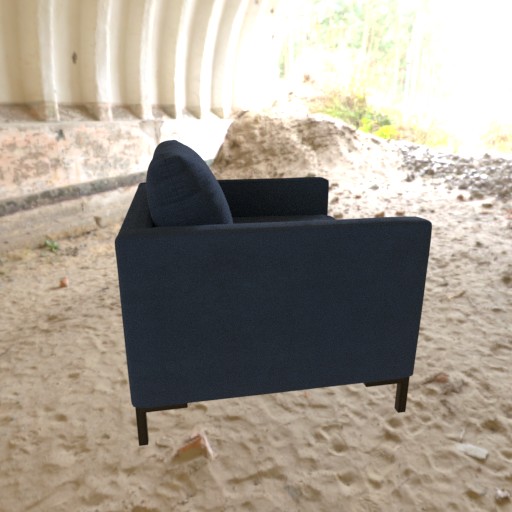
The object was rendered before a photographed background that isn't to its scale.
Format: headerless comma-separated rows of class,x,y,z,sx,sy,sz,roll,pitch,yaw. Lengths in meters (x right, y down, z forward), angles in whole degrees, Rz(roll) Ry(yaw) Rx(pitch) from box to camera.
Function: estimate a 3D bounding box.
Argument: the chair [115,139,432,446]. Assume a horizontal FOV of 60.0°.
chair,0.000,0.000,1.641,0.875,0.812,0.964,-3,18,-10
